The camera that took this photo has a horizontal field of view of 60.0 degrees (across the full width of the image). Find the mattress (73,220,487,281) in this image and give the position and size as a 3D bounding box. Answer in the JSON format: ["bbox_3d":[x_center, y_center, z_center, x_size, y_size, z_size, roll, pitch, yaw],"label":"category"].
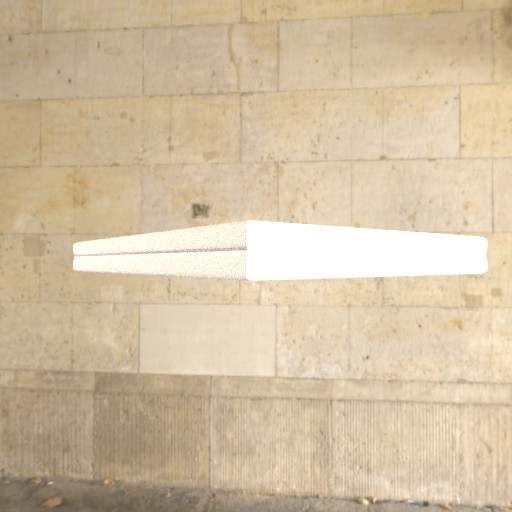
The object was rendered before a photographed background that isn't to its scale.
[{"bbox_3d":[0.000,0.000,2.686,1.600,0.200,2.000,1,-1,-37],"label":"mattress"}]
